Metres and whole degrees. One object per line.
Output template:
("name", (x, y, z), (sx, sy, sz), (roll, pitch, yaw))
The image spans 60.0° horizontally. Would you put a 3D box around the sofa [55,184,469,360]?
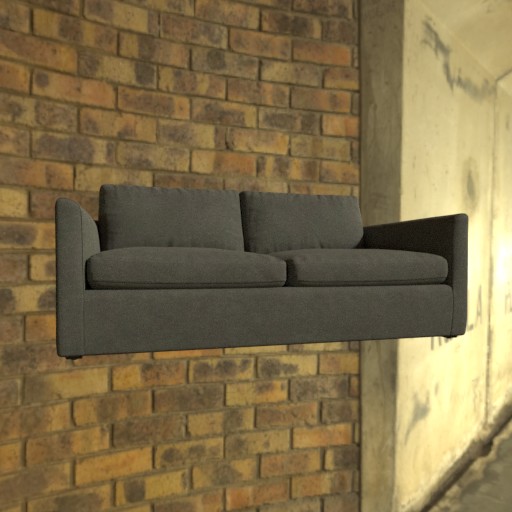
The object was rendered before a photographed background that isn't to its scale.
("sofa", (0.000, 0.000, 2.457), (1.909, 0.845, 1.091), (0, -1, -16))
